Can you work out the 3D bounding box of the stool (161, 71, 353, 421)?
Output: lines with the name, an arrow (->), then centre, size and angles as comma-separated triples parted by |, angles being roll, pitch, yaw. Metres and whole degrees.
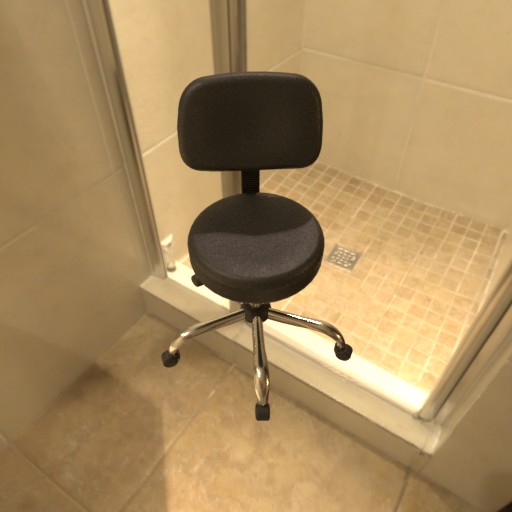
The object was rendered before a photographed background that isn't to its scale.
stool -> 0.000, 0.000, 1.323 | 0.673, 0.862, 0.648 | -3, 46, -3
